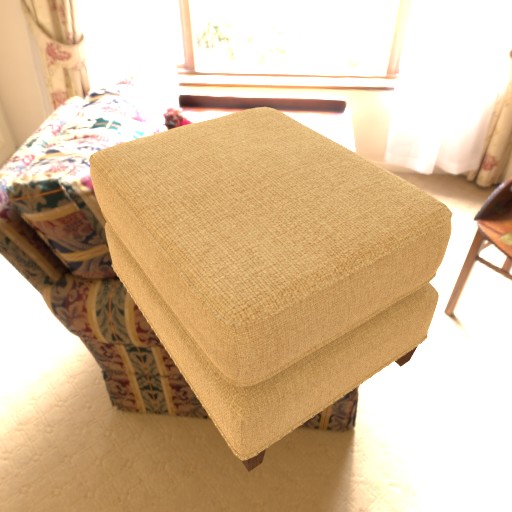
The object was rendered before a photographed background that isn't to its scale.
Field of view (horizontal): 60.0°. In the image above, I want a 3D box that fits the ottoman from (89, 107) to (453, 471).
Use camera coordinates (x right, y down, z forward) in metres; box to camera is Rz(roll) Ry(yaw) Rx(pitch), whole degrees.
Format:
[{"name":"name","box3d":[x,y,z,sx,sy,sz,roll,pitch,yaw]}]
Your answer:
[{"name":"ottoman","box3d":[0.000,0.000,1.140,0.589,0.537,0.738,-24,46,-25]}]
